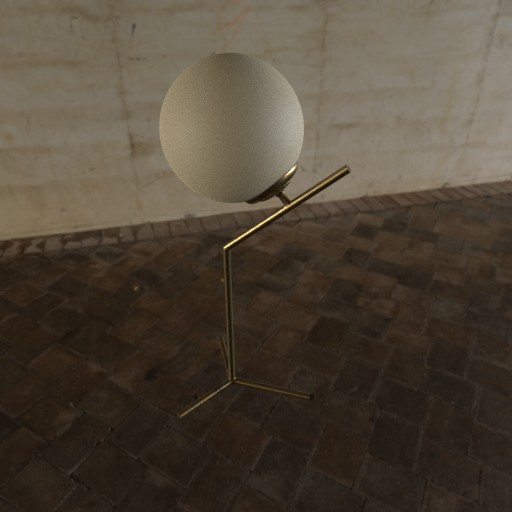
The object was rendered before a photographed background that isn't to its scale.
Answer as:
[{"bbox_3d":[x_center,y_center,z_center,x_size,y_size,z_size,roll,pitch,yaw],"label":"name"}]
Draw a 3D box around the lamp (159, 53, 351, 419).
[{"bbox_3d":[0.000,0.000,0.662,0.251,0.552,0.210,8,31,14],"label":"lamp"}]
